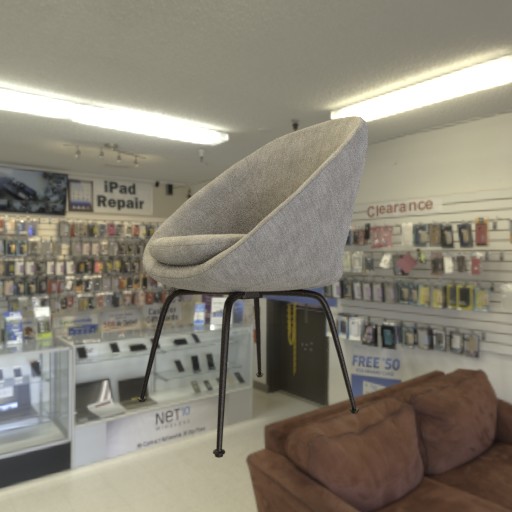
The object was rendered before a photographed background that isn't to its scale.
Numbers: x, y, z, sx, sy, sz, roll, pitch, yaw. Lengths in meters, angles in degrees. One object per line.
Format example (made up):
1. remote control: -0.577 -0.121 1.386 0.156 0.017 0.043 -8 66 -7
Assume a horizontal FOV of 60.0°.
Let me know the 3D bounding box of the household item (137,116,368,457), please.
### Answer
1. household item: 0.000 0.000 1.306 0.587 0.869 0.643 0 1 -36
